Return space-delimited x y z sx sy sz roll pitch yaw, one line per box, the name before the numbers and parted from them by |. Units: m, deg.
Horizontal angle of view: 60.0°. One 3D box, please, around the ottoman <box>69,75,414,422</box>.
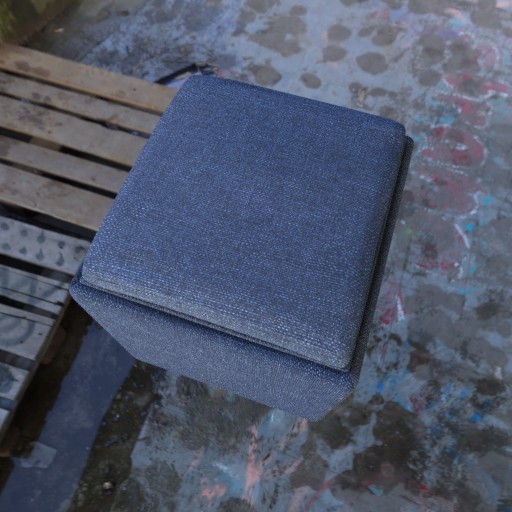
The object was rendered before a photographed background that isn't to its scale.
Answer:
ottoman | 0.000 0.000 0.860 0.436 0.493 0.454 17 65 8
